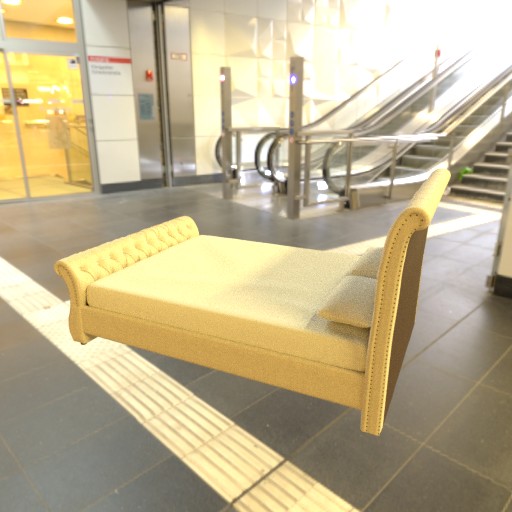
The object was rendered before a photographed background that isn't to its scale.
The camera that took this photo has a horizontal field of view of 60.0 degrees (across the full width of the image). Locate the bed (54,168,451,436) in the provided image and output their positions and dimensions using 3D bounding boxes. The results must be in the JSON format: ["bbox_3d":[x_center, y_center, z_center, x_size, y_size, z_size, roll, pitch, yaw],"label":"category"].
[{"bbox_3d":[0.000,0.000,3.353,2.493,1.268,1.606,9,20,24],"label":"bed"}]
